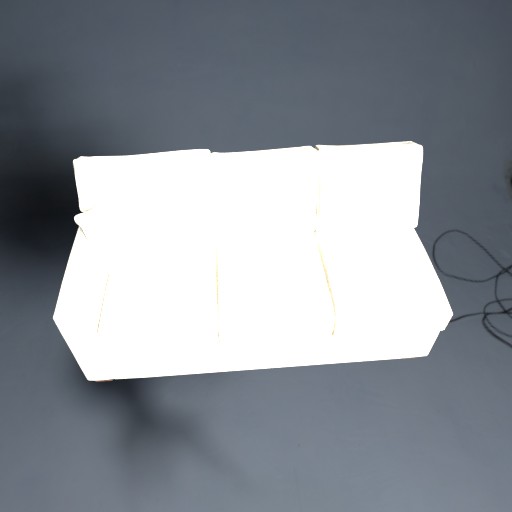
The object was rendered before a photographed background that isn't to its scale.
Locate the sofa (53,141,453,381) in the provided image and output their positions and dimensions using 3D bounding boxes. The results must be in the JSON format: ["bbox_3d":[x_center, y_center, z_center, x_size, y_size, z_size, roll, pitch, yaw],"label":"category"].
[{"bbox_3d":[0.000,0.000,2.537,1.962,0.946,1.034,-3,46,-3],"label":"sofa"}]
